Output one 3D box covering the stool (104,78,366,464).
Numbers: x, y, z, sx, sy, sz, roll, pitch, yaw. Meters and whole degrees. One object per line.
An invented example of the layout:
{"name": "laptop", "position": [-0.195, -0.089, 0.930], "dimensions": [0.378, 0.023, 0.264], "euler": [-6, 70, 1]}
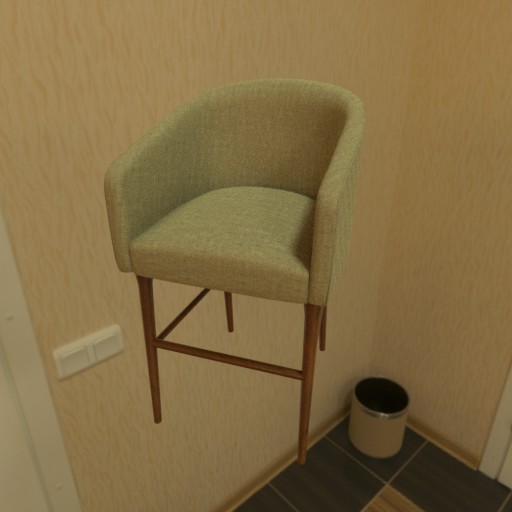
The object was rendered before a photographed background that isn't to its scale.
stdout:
{"name": "stool", "position": [0.000, 0.000, 1.333], "dimensions": [0.559, 0.952, 0.635], "euler": [8, 27, 17]}
